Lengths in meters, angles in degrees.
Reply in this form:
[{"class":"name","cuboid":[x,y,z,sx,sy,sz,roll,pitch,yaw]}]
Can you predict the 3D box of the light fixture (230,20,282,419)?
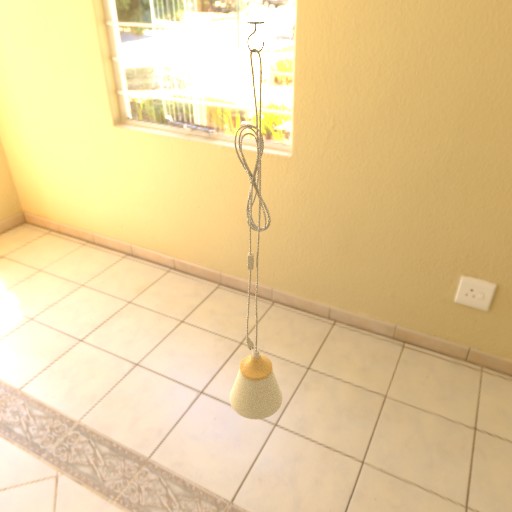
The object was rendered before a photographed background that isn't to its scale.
[{"class":"light fixture","cuboid":[0.000,0.000,1.030,0.153,0.966,0.153,10,33,15]}]
